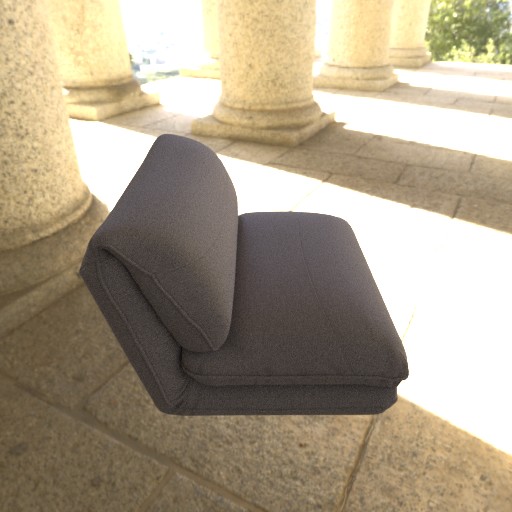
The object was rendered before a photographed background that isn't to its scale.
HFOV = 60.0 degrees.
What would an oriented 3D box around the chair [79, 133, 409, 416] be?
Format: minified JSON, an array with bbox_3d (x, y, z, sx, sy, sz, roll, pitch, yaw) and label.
[{"bbox_3d":[0.000,0.000,1.377,0.780,0.580,0.820,0,31,-1],"label":"chair"}]
